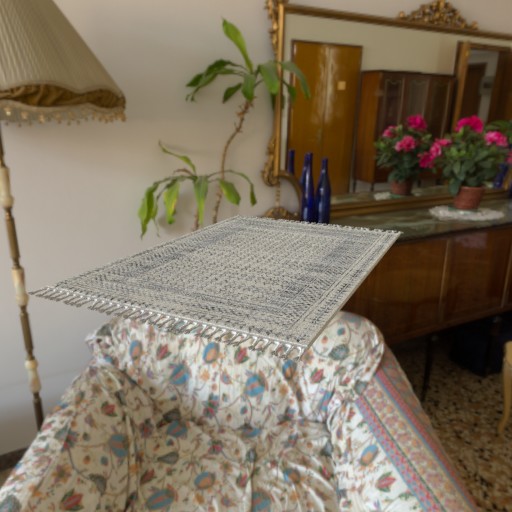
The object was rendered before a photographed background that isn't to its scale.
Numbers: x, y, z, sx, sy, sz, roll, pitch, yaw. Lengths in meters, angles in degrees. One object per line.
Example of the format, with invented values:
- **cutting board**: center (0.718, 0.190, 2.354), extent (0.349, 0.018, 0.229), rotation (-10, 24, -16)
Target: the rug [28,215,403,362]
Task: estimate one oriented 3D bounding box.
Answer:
- **rug**: center (0.000, 0.000, 2.385), extent (1.243, 0.013, 1.872), rotation (8, 19, 26)
